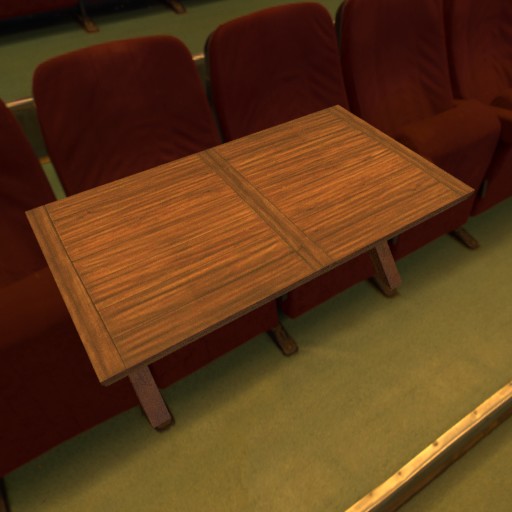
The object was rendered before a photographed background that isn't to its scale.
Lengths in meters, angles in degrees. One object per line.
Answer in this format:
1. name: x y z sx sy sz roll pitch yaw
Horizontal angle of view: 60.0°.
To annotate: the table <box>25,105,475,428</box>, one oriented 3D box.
1. table: 0.000 0.000 2.485 1.966 0.793 1.071 -25 51 -22
